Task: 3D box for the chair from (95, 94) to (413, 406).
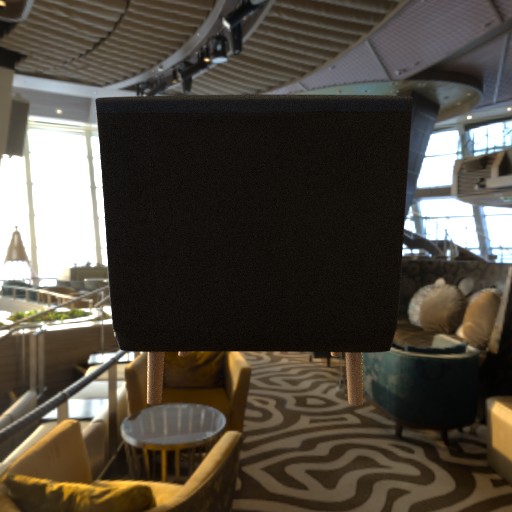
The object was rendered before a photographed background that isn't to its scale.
[{"bbox_3d":[0.000,0.000,1.483,0.770,0.808,0.900,0,1,1],"label":"chair"}]
